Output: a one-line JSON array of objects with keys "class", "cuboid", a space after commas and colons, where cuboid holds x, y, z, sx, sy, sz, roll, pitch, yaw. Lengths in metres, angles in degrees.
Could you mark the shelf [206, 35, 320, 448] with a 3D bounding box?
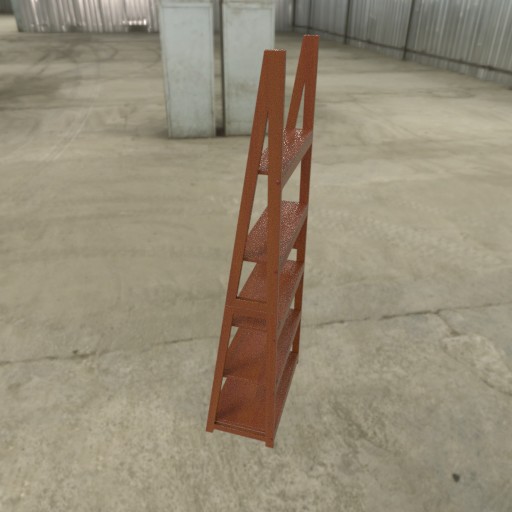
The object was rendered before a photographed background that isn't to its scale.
[{"class": "shelf", "cuboid": [0.000, 0.000, 2.029, 0.356, 1.780, 0.630, 8, 31, 14]}]
